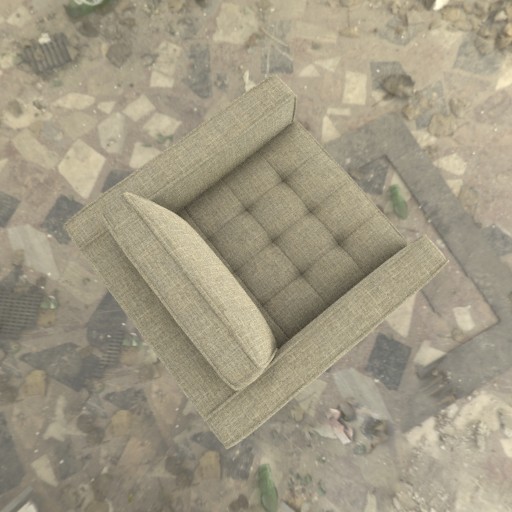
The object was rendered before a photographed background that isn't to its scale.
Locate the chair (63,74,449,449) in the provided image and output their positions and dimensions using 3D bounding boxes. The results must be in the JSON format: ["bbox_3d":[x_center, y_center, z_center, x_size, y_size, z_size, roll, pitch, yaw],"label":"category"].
[{"bbox_3d":[0.000,0.000,1.593,0.914,0.765,0.889,-38,79,-8],"label":"chair"}]
